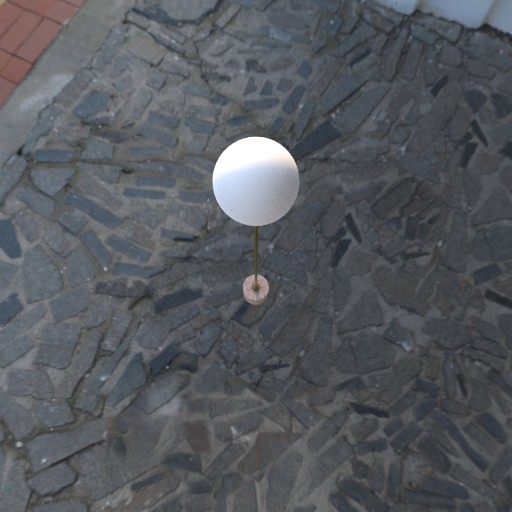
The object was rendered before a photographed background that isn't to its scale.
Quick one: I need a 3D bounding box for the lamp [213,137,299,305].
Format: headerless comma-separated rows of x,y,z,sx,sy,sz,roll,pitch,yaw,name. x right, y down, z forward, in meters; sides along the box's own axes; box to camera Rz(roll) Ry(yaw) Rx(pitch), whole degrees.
0.000,0.000,1.901,0.229,1.748,0.229,-43,79,-10,lamp
